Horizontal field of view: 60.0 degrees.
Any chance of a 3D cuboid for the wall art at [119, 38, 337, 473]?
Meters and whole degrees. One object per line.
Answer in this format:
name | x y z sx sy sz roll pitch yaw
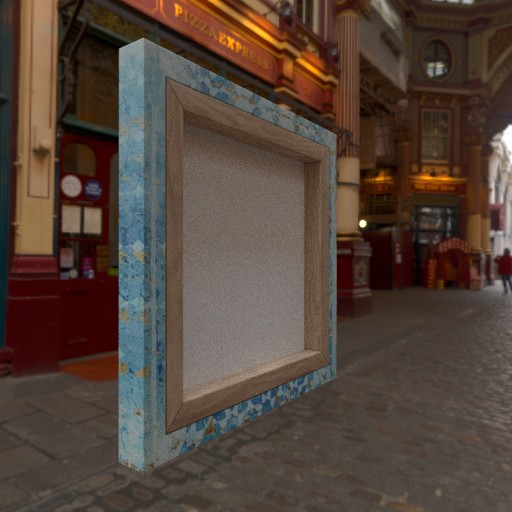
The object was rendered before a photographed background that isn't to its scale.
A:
wall art | 0.000 0.000 0.586 0.037 0.405 0.405 0 0 36
